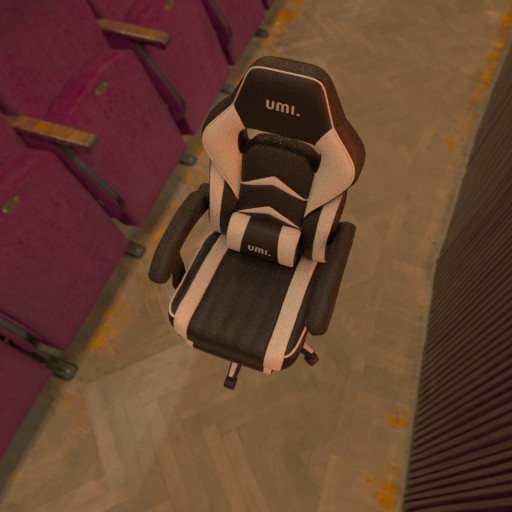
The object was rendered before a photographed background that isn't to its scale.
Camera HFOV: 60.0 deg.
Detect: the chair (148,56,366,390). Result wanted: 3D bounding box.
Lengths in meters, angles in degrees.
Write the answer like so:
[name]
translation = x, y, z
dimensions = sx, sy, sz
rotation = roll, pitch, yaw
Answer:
[chair]
translation = 0.000, 0.000, 1.643
dimensions = 0.676, 1.200, 0.700
rotation = 17, 59, 10
